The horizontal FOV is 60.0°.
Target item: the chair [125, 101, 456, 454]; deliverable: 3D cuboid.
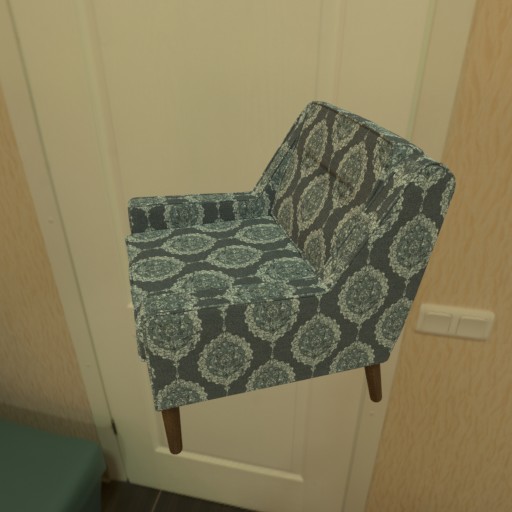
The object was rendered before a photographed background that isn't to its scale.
[{"bbox_3d":[0.000,0.000,1.324,0.743,0.792,0.663,-9,32,-14],"label":"chair"}]
